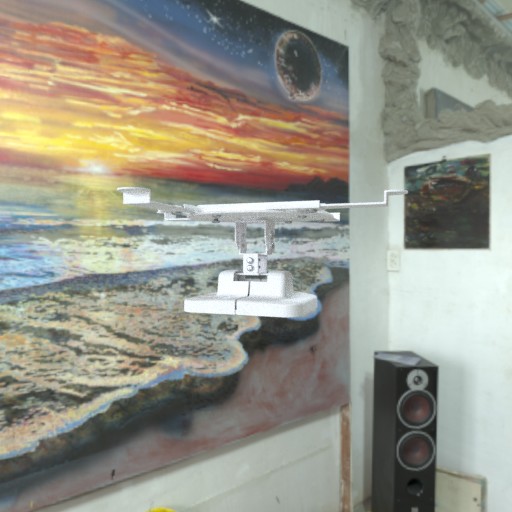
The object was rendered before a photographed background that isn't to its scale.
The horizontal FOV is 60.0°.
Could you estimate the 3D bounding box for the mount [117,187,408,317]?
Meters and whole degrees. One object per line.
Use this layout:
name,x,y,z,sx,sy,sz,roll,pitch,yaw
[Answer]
mount,0.000,0.000,0.604,0.394,0.141,0.394,0,1,20
